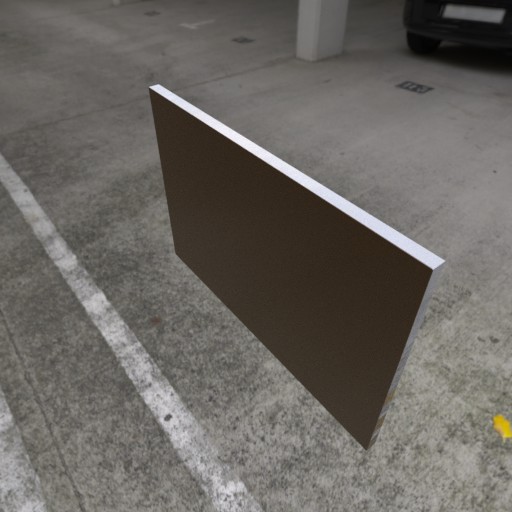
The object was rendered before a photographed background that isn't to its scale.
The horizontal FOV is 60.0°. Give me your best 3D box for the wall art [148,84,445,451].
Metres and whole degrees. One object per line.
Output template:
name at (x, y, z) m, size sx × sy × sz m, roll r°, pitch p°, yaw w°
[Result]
wall art at (0.000, 0.000, 1.440) m, size 0.041 × 0.762 × 1.145 m, roll -27°, pitch 49°, yaw -27°
